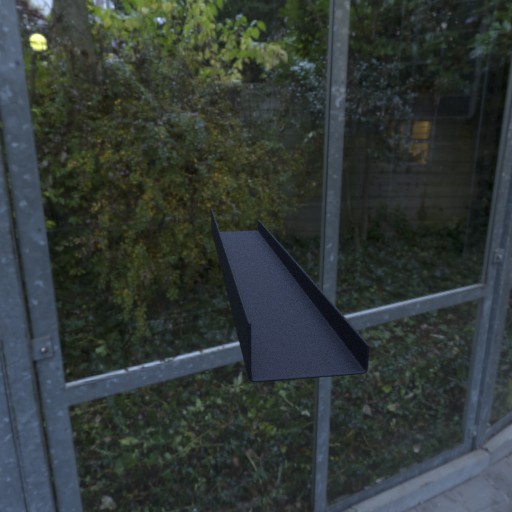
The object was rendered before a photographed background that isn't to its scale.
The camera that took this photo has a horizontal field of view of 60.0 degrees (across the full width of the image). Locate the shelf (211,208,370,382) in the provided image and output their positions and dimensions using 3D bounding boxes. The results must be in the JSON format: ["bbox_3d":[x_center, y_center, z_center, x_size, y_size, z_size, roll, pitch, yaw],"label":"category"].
[{"bbox_3d":[0.000,0.000,0.647,0.102,0.053,0.605,-2,15,-8],"label":"shelf"}]
